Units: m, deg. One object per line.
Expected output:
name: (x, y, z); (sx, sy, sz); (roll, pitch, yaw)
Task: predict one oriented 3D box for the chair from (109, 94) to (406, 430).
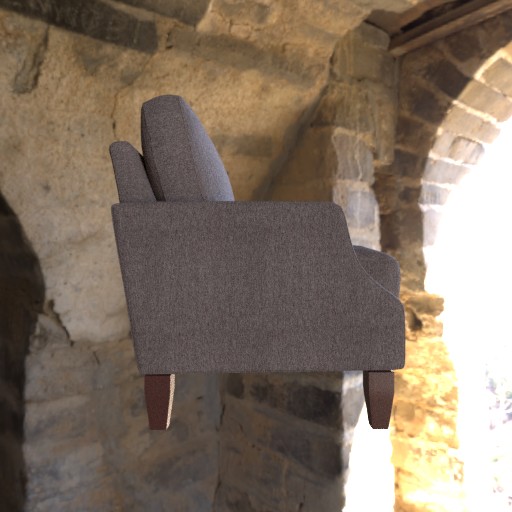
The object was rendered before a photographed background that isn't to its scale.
chair: (0.000, 0.000, 1.649); (0.897, 0.993, 0.855); (0, -1, 0)
